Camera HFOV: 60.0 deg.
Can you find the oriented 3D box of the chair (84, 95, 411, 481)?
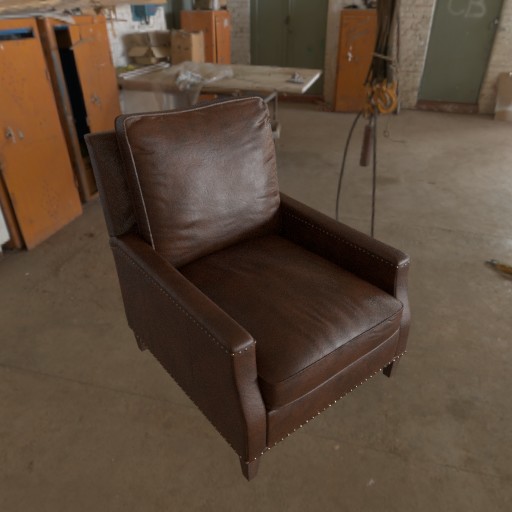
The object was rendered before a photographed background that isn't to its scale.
[{"bbox_3d":[0.000,0.000,1.766,0.854,1.054,1.035,-22,37,-32],"label":"chair"}]
